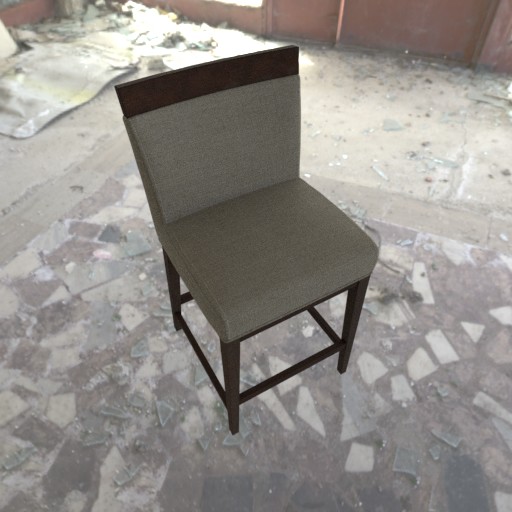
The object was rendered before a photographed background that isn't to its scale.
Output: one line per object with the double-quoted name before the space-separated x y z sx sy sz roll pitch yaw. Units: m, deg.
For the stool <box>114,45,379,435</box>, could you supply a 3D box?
"stool" 0.000 0.000 1.354 0.512 1.009 0.531 -22 50 -20
